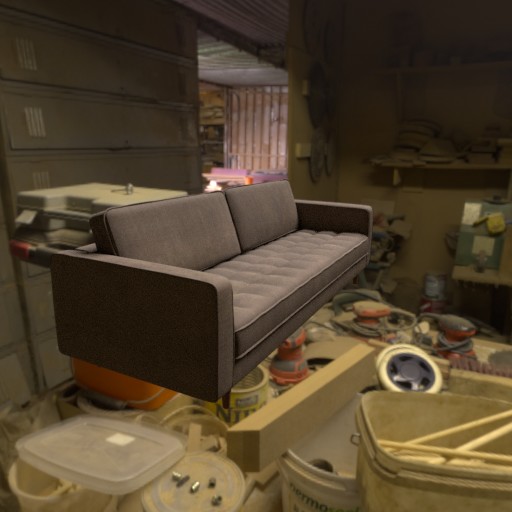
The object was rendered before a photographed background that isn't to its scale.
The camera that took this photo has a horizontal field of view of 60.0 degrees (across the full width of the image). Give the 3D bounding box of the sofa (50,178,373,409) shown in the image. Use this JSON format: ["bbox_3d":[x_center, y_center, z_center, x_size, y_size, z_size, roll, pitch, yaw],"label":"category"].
[{"bbox_3d":[0.000,0.000,2.766,0.923,0.813,2.295,8,17,27],"label":"sofa"}]
